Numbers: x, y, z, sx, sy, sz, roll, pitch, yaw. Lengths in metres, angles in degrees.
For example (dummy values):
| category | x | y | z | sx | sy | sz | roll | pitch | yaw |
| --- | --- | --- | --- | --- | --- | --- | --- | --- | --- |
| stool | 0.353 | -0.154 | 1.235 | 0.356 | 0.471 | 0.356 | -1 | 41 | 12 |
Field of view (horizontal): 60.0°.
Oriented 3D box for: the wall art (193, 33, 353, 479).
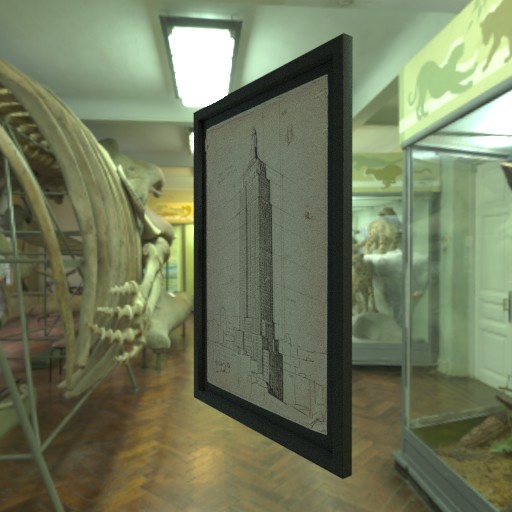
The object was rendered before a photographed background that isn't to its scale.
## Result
| category | x | y | z | sx | sy | sz | roll | pitch | yaw |
| --- | --- | --- | --- | --- | --- | --- | --- | --- | --- |
| wall art | 0.000 | 0.000 | 0.554 | 0.013 | 0.431 | 0.303 | 0 | 1 | -36 |
